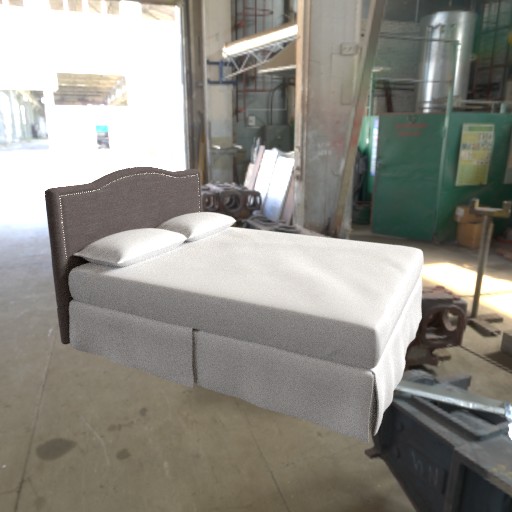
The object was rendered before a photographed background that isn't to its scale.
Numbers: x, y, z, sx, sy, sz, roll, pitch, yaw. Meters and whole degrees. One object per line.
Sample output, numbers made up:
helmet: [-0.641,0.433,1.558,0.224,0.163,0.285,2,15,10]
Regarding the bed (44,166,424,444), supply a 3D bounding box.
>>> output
bed: [0.000,0.000,3.894,2.689,1.457,2.161,8,18,26]
